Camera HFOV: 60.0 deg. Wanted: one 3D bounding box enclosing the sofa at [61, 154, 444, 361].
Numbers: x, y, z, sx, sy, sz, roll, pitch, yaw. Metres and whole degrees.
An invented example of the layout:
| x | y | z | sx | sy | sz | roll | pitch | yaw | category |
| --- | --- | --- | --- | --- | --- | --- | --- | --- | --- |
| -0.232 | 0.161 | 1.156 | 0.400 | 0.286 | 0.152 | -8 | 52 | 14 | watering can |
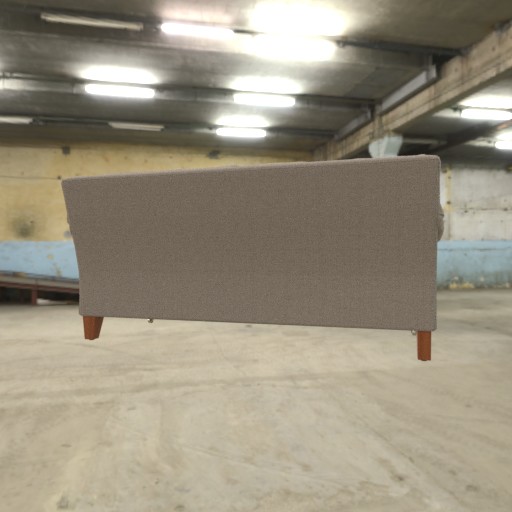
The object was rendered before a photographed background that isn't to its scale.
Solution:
| x | y | z | sx | sy | sz | roll | pitch | yaw | category |
| --- | --- | --- | --- | --- | --- | --- | --- | --- | --- |
| 0.000 | 0.000 | 2.833 | 2.160 | 1.054 | 1.087 | 0 | 0 | 17 | sofa |
